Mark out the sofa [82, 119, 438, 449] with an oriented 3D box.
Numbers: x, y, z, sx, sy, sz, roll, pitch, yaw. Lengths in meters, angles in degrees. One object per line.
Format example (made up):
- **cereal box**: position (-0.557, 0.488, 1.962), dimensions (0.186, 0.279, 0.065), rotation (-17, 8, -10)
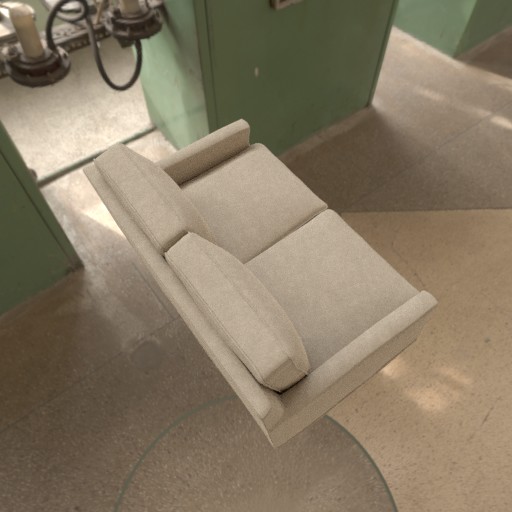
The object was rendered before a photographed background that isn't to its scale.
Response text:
- **sofa**: position (0.000, 0.000, 2.343), dimensions (1.084, 1.002, 1.597), rotation (-32, 62, -19)
